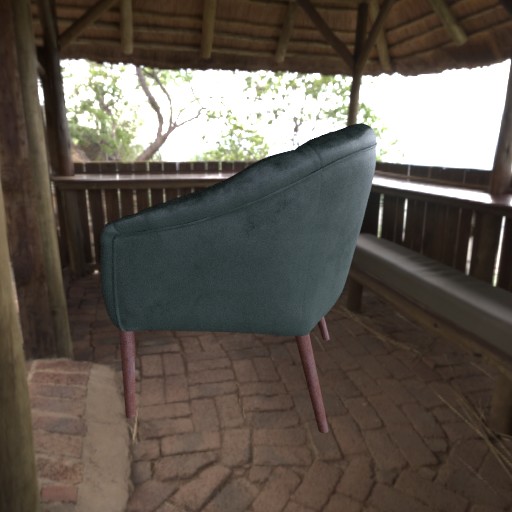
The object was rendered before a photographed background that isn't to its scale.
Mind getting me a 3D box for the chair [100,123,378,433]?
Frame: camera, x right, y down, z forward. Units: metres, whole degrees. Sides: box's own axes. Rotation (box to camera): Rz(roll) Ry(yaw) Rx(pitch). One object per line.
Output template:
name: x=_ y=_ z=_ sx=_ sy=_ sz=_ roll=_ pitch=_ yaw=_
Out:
chair: x=0.000 y=0.000 z=1.550 sx=0.776 sy=0.885 sz=0.851 roll=2 pitch=15 yaw=9
